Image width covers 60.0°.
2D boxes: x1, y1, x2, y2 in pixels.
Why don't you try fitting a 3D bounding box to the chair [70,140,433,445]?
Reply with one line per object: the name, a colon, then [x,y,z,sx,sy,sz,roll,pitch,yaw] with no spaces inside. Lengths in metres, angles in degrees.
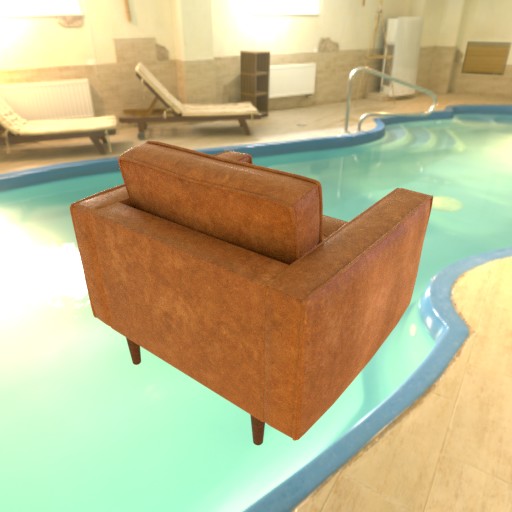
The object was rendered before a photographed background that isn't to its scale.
chair: [0.000,0.000,1.515,0.928,0.767,0.798,20,35,32]
